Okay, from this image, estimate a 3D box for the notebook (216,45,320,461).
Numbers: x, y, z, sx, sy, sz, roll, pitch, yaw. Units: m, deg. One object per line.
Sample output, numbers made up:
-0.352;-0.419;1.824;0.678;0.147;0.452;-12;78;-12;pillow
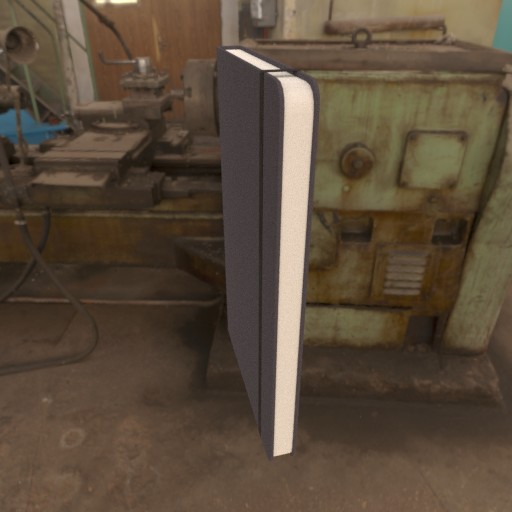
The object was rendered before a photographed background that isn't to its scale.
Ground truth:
0.000;0.000;0.259;0.016;0.213;0.127;-7;31;-12;notebook
